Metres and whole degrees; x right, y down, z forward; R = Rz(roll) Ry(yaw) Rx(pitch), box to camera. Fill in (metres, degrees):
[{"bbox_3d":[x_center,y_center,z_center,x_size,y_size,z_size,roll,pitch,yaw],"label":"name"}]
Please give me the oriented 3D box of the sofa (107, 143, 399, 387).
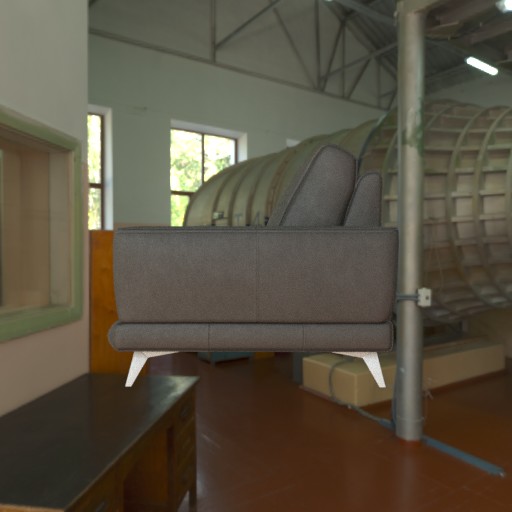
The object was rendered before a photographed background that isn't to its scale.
[{"bbox_3d":[0.000,0.000,2.388,1.018,0.907,1.806,0,1,1],"label":"sofa"}]
